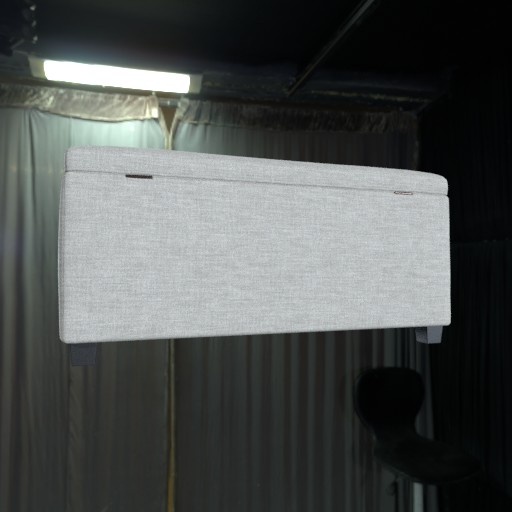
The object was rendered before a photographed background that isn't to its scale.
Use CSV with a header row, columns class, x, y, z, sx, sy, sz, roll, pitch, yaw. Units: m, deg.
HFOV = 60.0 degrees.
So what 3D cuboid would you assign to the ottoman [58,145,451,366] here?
class,x,y,z,sx,sy,sz,roll,pitch,yaw
ottoman,0.000,0.000,1.136,0.902,0.432,0.419,1,-2,-18
